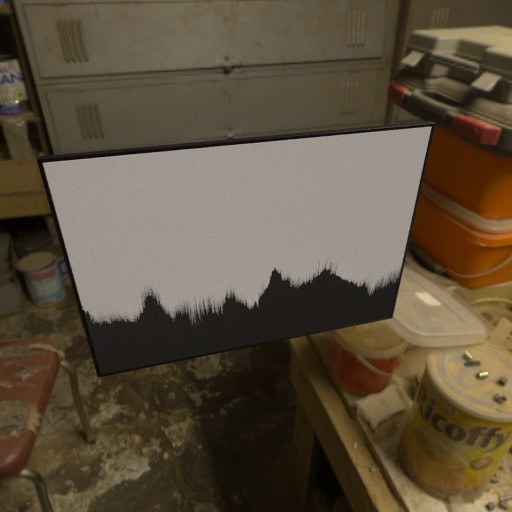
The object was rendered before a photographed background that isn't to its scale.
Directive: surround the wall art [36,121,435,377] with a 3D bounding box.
[{"bbox_3d":[0.000,0.000,1.221,0.957,0.660,0.019,-9,34,-13],"label":"wall art"}]
